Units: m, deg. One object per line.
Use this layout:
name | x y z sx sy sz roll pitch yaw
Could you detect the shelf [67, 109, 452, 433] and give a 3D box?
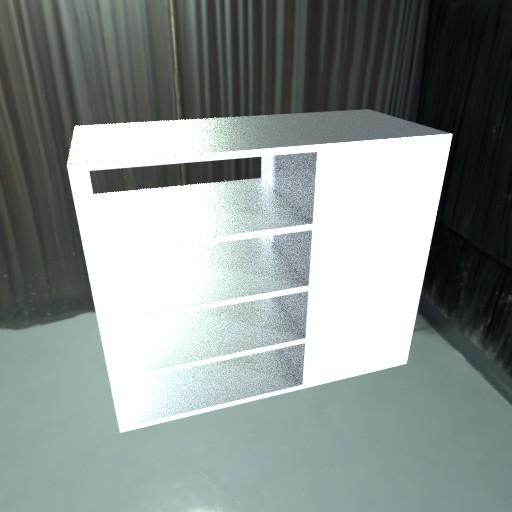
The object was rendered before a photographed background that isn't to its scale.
shelf | 0.000 0.000 1.311 0.895 0.732 0.396 -8 28 -16
